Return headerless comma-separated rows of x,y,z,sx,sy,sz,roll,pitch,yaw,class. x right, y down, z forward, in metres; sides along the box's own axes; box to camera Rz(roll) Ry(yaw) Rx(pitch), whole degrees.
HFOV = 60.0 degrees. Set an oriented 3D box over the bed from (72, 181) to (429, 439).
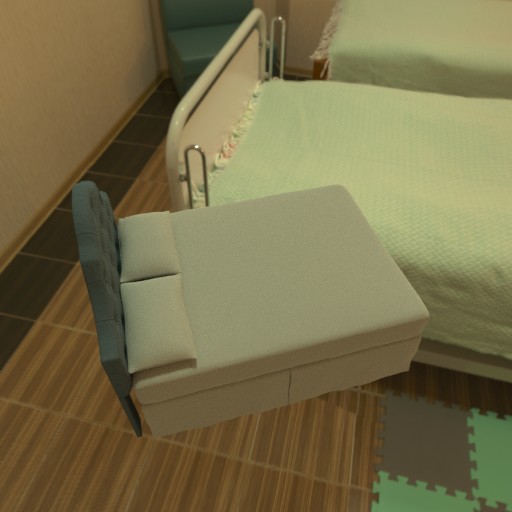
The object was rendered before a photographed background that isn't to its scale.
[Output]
0.000,0.000,3.256,2.155,1.575,1.636,-11,48,-11,bed
